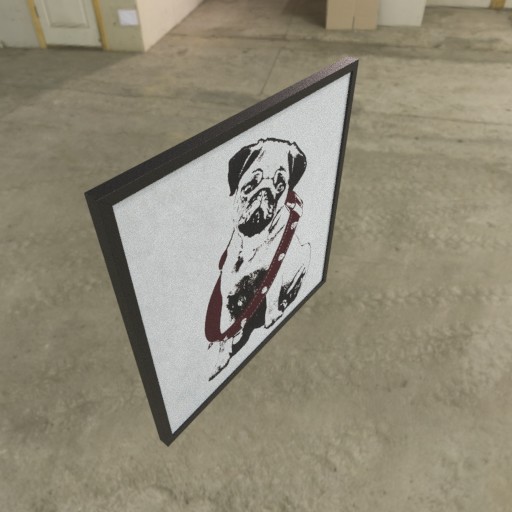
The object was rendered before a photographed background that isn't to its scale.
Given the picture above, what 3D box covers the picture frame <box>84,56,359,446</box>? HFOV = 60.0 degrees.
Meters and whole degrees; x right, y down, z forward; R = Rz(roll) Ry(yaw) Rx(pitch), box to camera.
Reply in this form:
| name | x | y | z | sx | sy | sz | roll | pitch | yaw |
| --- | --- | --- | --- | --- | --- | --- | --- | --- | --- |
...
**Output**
| name | x | y | z | sx | sy | sz | roll | pitch | yaw |
| --- | --- | --- | --- | --- | --- | --- | --- | --- | --- |
| picture frame | 0.000 | 0.000 | 1.129 | 0.032 | 0.775 | 0.775 | 28 | 49 | 28 |
